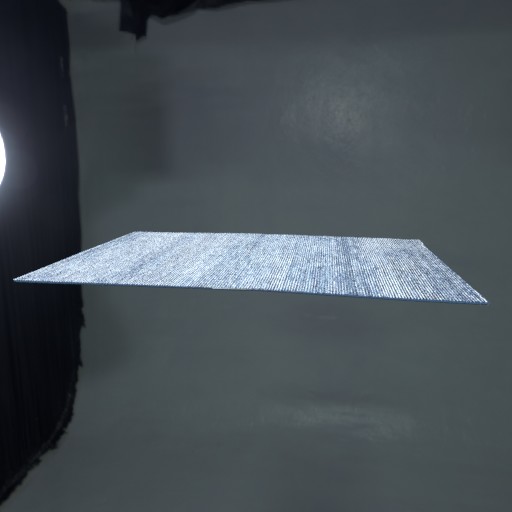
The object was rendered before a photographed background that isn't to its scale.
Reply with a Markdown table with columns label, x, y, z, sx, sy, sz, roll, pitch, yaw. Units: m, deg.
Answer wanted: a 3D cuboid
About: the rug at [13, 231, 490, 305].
| label | x | y | z | sx | sy | sz | roll | pitch | yaw |
| --- | --- | --- | --- | --- | --- | --- | --- | --- | --- |
| rug | 0.000 | 0.000 | 2.194 | 1.793 | 0.025 | 1.159 | 2 | 13 | 9 |
